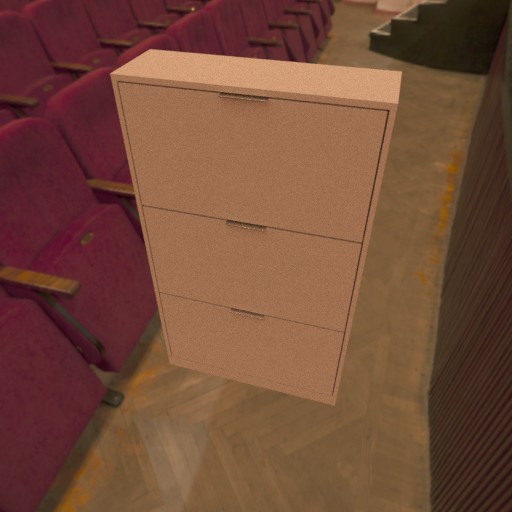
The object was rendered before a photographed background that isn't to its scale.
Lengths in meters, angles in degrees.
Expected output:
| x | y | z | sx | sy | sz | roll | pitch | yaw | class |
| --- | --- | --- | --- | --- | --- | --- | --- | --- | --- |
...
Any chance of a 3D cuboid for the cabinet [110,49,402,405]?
| x | y | z | sx | sy | sz | roll | pitch | yaw | class |
| --- | --- | --- | --- | --- | --- | --- | --- | --- | --- |
| 0.000 | 0.000 | 1.600 | 0.750 | 1.280 | 0.250 | 11 | 41 | 12 | cabinet |
